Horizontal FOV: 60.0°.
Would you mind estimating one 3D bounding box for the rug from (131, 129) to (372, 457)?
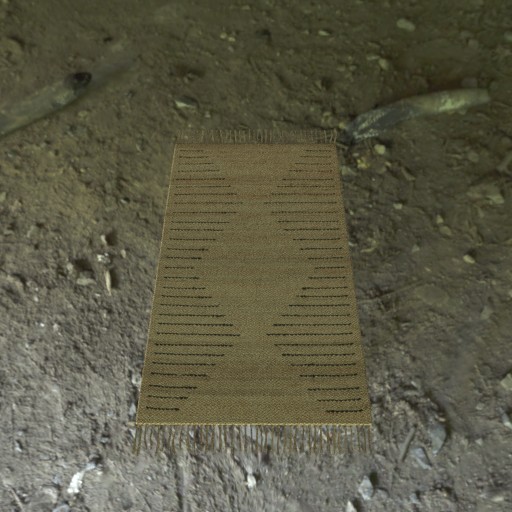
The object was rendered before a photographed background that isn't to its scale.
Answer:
[{"bbox_3d":[0.000,0.000,2.059,0.905,0.017,1.718,0,57,0],"label":"rug"}]
